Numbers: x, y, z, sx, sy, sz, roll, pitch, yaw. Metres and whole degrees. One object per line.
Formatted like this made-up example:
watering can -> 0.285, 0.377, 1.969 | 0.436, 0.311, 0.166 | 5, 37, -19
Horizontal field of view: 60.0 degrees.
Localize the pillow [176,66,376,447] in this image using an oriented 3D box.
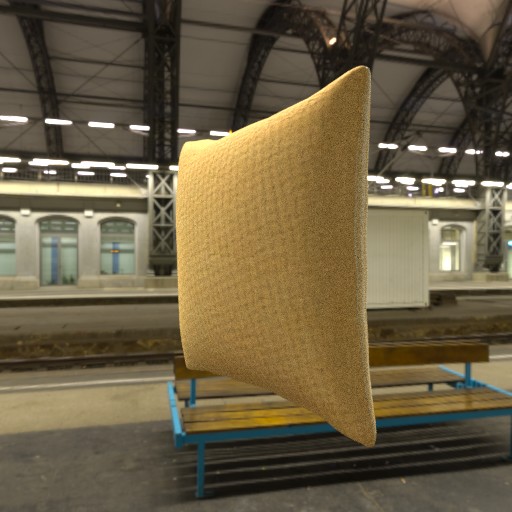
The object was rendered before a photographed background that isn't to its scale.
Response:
pillow -> 0.000, 0.000, 0.633 | 0.173, 0.407, 0.419 | 0, 0, -36
